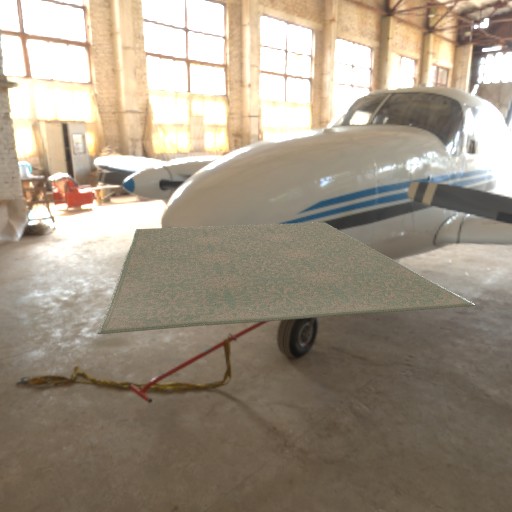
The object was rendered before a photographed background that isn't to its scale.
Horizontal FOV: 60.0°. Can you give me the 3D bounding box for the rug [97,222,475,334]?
[{"bbox_3d":[0.000,0.000,4.098,2.363,0.012,2.980,-3,15,-10],"label":"rug"}]
